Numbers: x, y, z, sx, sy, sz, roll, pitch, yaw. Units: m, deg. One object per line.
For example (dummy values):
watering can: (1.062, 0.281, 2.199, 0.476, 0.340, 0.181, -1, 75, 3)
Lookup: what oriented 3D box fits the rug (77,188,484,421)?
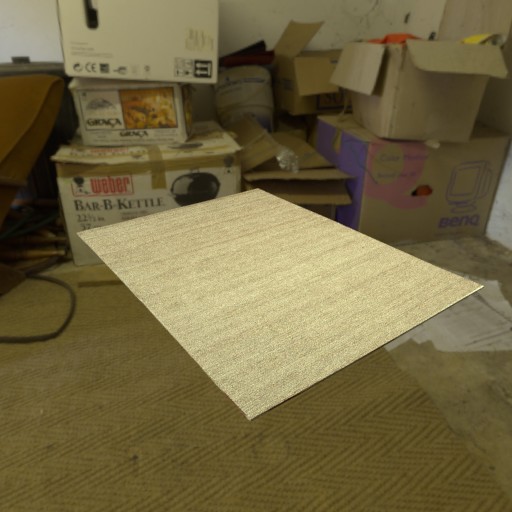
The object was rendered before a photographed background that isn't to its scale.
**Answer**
rug: (0.000, 0.000, 4.235, 2.434, 0.045, 3.202, -19, 32, -32)
